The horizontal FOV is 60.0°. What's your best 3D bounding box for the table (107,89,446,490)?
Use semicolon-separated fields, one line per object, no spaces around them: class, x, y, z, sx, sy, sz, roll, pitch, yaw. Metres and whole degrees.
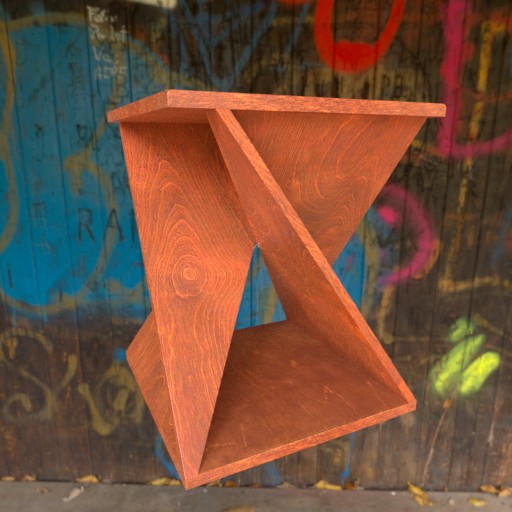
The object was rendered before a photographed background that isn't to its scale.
table;0.000;0.000;0.823;0.427;0.520;0.427;-7;16;-25
